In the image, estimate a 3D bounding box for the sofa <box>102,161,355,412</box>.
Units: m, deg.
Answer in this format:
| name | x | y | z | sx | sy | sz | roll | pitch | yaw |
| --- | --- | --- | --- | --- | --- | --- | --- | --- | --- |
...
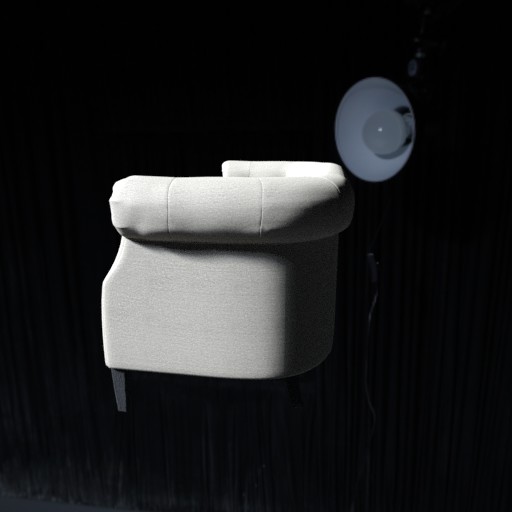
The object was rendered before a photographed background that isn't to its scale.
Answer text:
| name | x | y | z | sx | sy | sz | roll | pitch | yaw |
| --- | --- | --- | --- | --- | --- | --- | --- | --- | --- |
| sofa | 0.000 | 0.000 | 2.068 | 0.835 | 0.827 | 1.558 | 2 | 14 | 9 |
